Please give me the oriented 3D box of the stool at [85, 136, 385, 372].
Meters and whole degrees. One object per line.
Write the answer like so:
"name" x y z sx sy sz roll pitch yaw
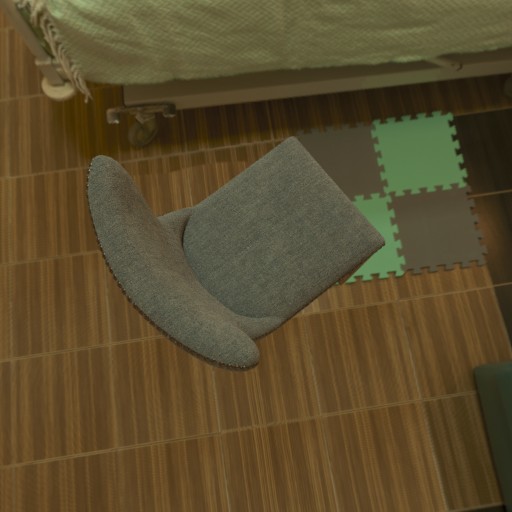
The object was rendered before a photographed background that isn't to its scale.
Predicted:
"stool" 0.000 0.000 1.280 0.608 0.981 0.498 -37 78 -9
